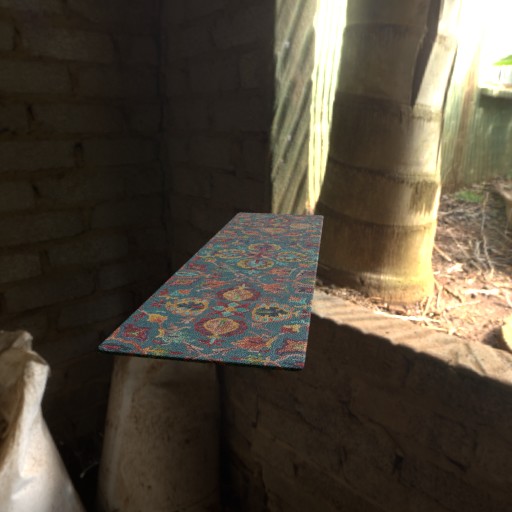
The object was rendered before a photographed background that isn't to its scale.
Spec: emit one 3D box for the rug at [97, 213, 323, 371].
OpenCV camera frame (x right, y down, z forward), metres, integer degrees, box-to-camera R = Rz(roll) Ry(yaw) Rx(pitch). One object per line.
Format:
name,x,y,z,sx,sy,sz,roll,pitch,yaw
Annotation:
rug,0.000,0.000,2.472,0.686,0.013,2.286,3,17,9
